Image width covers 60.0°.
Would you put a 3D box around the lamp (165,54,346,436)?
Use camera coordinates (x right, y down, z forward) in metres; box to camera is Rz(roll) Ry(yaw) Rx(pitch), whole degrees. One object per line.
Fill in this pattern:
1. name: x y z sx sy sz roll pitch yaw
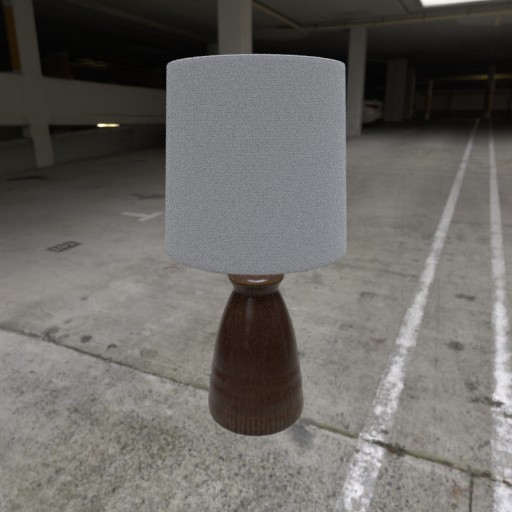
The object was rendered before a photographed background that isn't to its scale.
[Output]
1. lamp: 0.000 0.000 0.468 0.186 0.369 0.186 0 17 0
